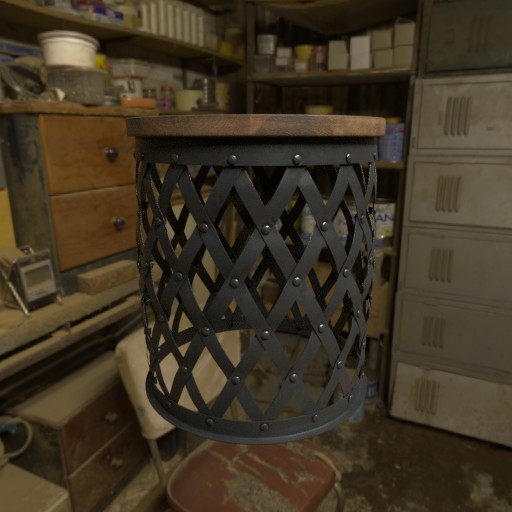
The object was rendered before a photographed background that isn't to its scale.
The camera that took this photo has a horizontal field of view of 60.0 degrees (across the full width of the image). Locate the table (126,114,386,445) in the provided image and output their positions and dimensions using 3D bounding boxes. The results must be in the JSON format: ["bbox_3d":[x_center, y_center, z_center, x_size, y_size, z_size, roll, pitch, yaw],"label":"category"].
[{"bbox_3d":[0.000,0.000,0.774,0.405,0.454,0.405,0,15,0],"label":"table"}]
